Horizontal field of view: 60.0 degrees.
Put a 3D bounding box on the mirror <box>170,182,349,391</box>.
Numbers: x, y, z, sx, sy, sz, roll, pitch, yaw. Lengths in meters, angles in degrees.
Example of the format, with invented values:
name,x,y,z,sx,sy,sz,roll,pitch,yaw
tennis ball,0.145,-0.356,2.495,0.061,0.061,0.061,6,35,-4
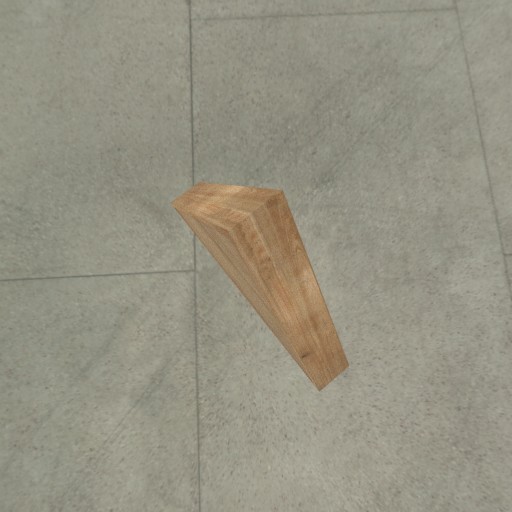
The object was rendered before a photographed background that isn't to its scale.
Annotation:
name,x,y,z,sx,sy,sz,roll,pitch,yaw
mirror,0.000,0.000,0.895,0.100,0.548,0.631,-38,79,-8
